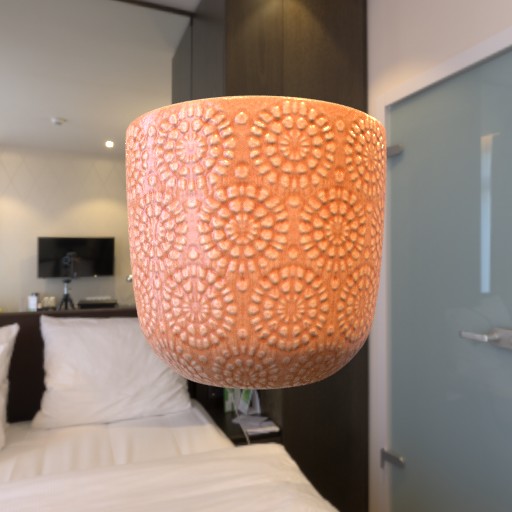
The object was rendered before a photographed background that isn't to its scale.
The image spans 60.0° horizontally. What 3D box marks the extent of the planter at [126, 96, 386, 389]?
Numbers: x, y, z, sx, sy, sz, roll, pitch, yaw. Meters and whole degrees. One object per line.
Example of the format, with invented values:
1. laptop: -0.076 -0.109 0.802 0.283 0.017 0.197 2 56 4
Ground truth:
1. planter: 0.000 0.000 0.367 0.208 0.190 0.208 0 -1 0
